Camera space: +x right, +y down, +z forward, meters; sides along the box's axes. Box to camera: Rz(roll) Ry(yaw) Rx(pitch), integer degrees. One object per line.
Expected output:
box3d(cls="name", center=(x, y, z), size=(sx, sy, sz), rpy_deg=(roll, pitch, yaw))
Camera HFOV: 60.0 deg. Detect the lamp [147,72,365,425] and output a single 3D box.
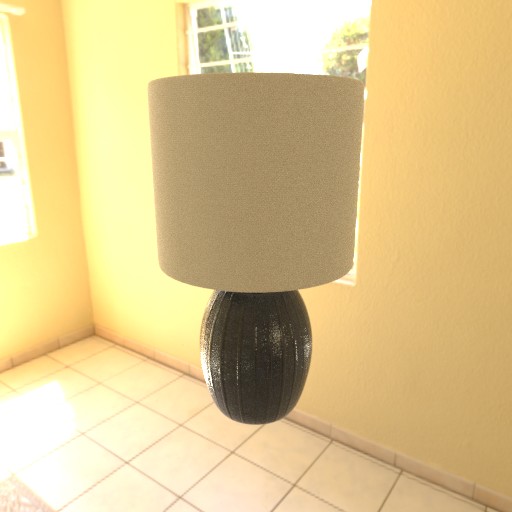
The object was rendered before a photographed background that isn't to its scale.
box3d(cls="lamp", center=(0.000, 0.000, 0.760), size=(0.329, 0.570, 0.329), rpy_deg=(8, 18, 25))
